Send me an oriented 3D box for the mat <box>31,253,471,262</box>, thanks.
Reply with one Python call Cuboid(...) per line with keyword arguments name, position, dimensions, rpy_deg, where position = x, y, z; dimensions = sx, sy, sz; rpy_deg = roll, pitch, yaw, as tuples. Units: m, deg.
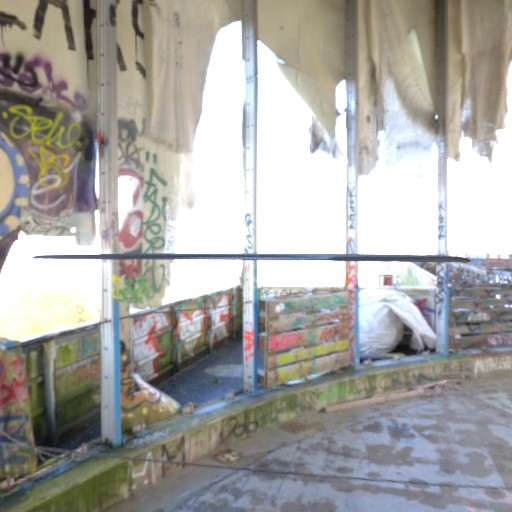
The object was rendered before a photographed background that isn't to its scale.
Cuboid(name="mat", position=(0.000, 0.000, 1.885), dimensions=(1.525, 0.016, 0.917), rpy_deg=(0, 1, 15))
